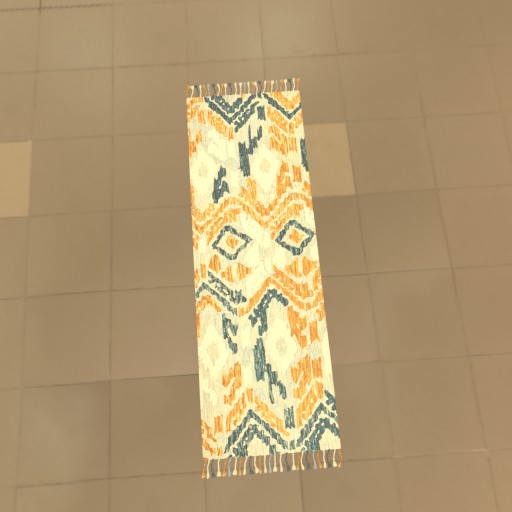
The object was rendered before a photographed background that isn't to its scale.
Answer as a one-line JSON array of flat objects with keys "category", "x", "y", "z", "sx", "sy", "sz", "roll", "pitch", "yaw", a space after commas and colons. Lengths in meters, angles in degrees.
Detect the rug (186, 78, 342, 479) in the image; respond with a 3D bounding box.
[{"category": "rug", "x": 0.000, "y": 0.000, "z": 2.700, "sx": 0.783, "sy": 0.010, "sz": 2.437, "roll": -4, "pitch": 76, "yaw": -1}]
